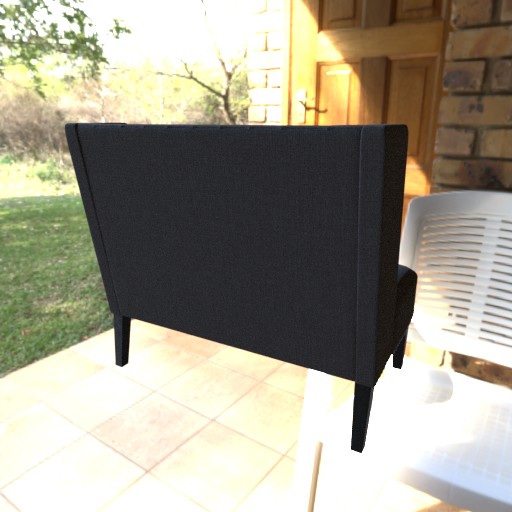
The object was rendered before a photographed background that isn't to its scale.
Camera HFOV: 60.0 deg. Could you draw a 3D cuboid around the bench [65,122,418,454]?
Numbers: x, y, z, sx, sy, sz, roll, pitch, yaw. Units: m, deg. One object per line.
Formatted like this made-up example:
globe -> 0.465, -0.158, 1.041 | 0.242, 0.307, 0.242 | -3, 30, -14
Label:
bench -> 0.000, 0.000, 1.949 | 1.276, 1.121, 0.842 | 9, 20, 28
